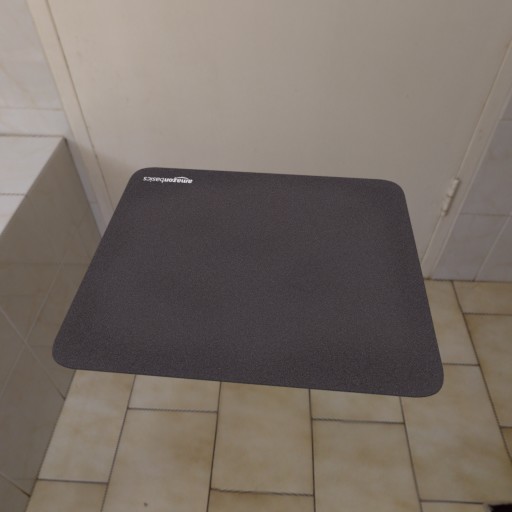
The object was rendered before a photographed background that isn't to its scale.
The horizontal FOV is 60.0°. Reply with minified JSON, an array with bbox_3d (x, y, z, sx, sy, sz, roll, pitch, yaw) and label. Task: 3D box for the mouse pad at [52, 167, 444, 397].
[{"bbox_3d":[0.000,0.000,0.432,0.315,0.002,0.269,4,47,3],"label":"mouse pad"}]
